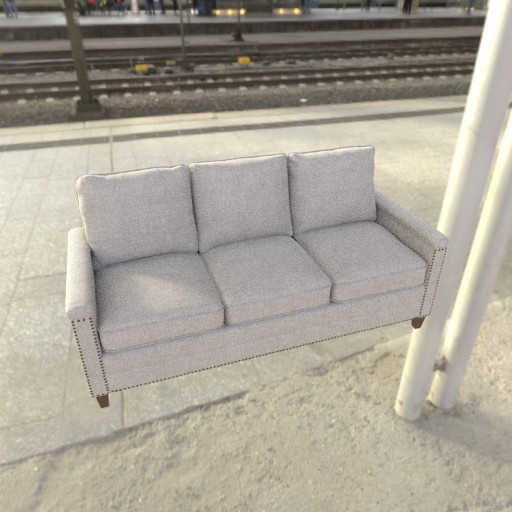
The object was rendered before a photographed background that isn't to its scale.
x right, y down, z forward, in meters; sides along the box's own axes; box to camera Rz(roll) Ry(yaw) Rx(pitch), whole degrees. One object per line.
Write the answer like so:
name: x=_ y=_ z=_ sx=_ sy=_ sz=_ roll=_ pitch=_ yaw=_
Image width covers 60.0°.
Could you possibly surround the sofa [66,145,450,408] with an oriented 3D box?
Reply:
sofa: x=0.000 y=0.000 z=2.472 sx=1.925 sy=0.959 sz=0.828 roll=-10 pitch=32 yaw=-16
